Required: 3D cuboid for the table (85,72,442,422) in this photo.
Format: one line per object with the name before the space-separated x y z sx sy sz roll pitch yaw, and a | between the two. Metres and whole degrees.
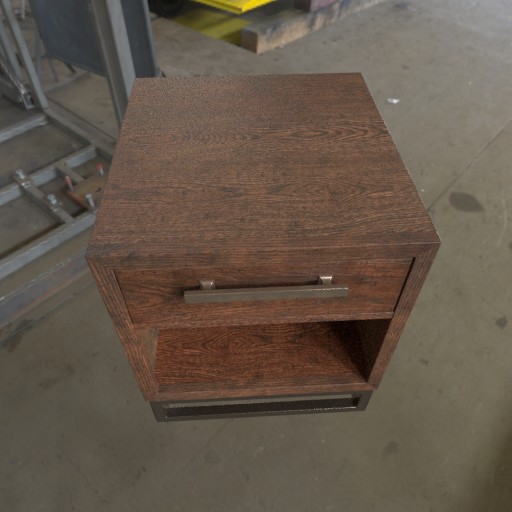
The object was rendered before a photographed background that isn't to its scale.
table | 0.000 0.000 1.012 0.506 0.582 0.566 -2 47 -2
